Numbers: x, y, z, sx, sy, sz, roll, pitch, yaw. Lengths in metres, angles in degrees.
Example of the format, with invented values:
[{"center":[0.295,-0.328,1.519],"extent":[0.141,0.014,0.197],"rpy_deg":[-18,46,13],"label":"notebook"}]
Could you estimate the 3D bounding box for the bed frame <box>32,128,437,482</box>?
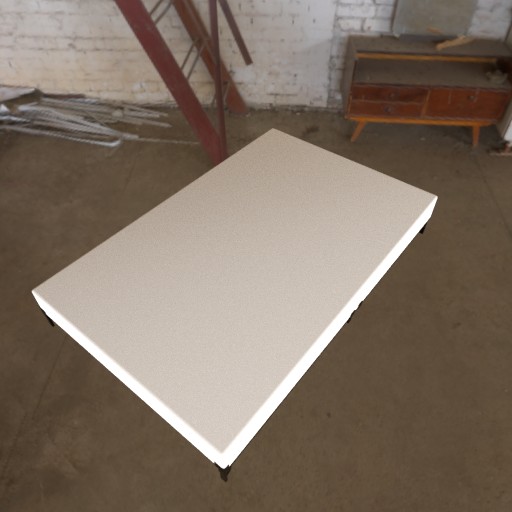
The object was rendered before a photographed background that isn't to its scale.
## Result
[{"center":[0.000,0.000,3.844],"extent":[1.930,0.440,2.987],"rpy_deg":[30,53,26],"label":"bed frame"}]
